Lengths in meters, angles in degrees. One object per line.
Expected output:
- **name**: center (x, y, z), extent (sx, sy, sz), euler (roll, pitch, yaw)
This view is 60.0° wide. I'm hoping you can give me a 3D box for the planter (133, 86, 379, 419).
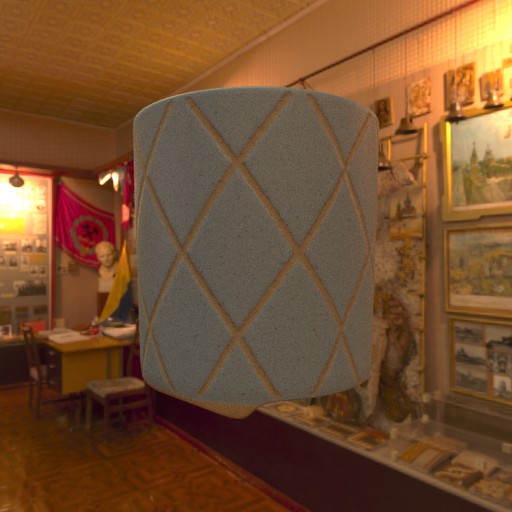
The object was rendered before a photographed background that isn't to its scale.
- **planter**: center (0.000, 0.000, 0.355), extent (0.191, 0.200, 0.191), euler (0, -1, 0)
